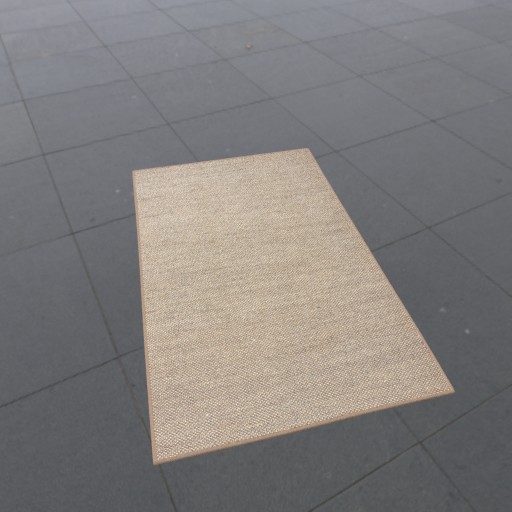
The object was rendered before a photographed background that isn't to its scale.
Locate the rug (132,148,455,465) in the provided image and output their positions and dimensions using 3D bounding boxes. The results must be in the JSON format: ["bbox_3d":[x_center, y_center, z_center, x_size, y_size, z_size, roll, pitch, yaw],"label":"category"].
[{"bbox_3d":[0.000,0.000,2.050,1.061,0.012,1.668,-10,46,-9],"label":"rug"}]
